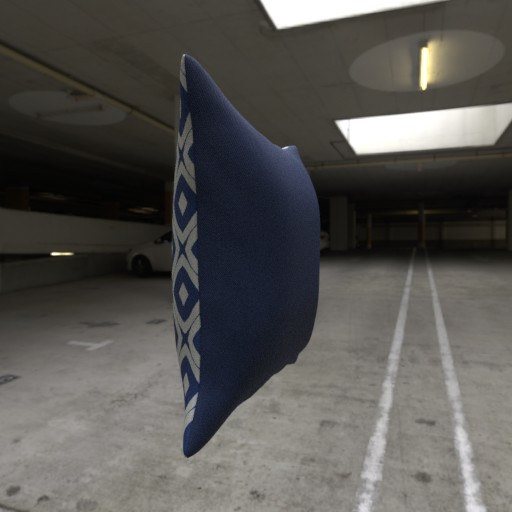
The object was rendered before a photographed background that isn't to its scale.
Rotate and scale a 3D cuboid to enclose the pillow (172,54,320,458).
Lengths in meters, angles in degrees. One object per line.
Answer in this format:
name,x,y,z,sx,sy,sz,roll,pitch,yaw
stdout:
pillow,0.000,0.000,0.772,0.188,0.494,0.504,0,1,20
